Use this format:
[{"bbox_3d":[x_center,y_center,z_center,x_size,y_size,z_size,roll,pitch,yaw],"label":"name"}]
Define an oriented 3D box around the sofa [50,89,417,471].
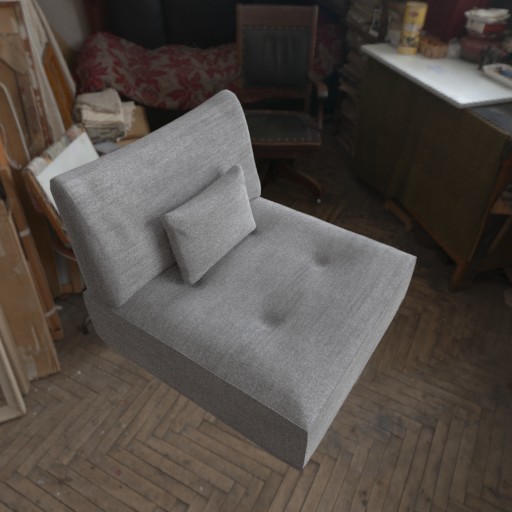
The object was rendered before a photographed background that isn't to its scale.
[{"bbox_3d":[0.000,0.000,1.707,1.000,0.820,0.930,24,47,25],"label":"sofa"}]
